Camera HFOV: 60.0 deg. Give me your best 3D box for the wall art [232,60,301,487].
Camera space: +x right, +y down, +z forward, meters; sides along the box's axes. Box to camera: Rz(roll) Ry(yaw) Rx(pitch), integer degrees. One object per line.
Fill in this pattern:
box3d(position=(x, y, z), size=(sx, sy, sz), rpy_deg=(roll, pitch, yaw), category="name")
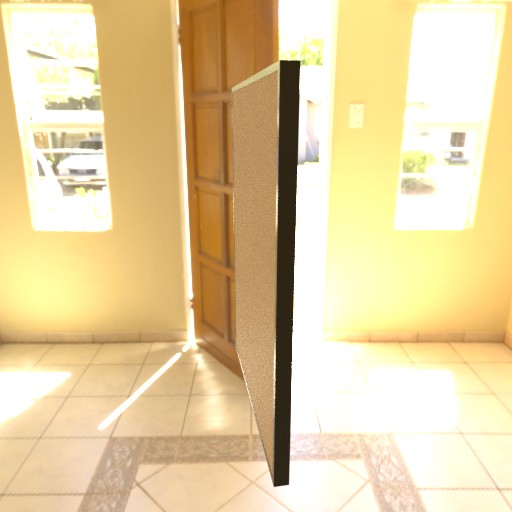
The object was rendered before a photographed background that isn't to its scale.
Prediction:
box3d(position=(0.000, 0.000, 1.400), size=(0.043, 1.046, 0.788), rpy_deg=(-3, 17, -9), category="wall art")
